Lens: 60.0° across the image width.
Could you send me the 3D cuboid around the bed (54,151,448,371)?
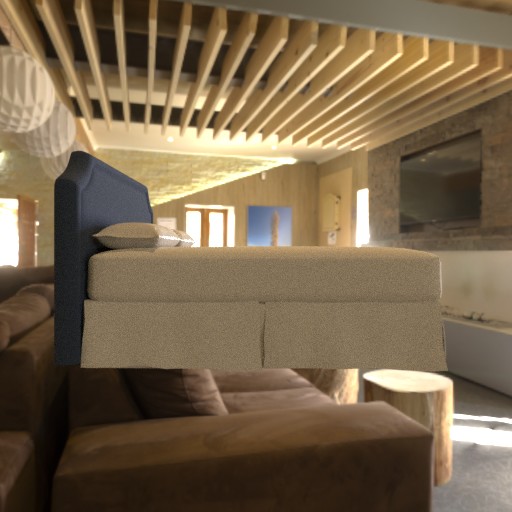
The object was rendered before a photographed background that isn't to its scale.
[{"bbox_3d":[0.000,0.000,3.361,2.260,1.297,1.831,0,0,1],"label":"bed"}]
